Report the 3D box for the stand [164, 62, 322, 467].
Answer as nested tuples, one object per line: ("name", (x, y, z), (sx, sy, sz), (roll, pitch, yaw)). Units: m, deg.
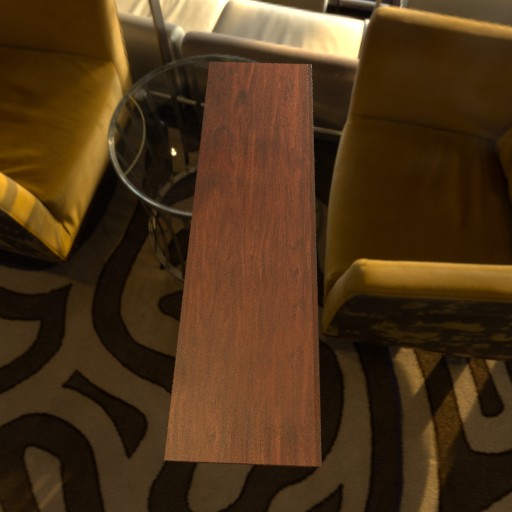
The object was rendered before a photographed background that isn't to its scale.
("stand", (0.000, 0.000, 1.910), (0.481, 0.610, 1.626), (2, 64, 1))
